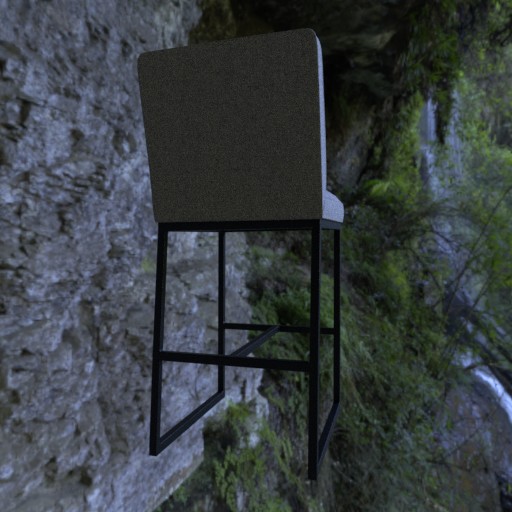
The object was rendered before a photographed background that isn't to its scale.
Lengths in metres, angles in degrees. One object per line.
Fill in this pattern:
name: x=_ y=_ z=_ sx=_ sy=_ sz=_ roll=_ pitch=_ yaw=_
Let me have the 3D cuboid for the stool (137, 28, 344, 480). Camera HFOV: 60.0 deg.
stool: x=0.000 y=0.000 z=1.308 sx=0.459 sy=1.034 sz=0.571 roll=0 pitch=0 yaw=17
